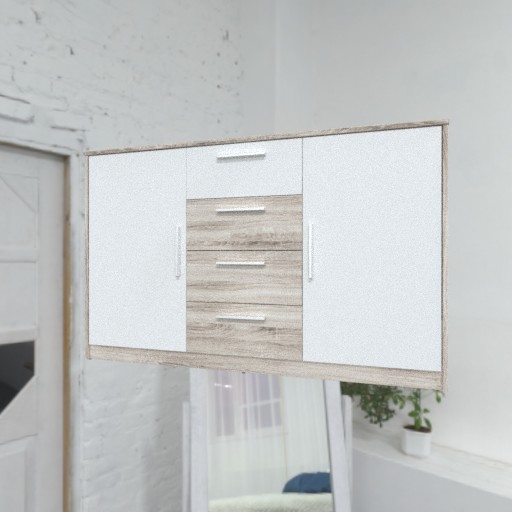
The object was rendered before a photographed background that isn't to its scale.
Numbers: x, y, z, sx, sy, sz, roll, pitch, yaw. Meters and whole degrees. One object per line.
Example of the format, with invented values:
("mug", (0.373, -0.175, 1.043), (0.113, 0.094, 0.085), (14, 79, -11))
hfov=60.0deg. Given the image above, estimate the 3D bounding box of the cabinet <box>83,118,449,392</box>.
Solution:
("cabinet", (0.000, 0.000, 1.845), (1.450, 0.900, 0.380), (0, 0, 19))
